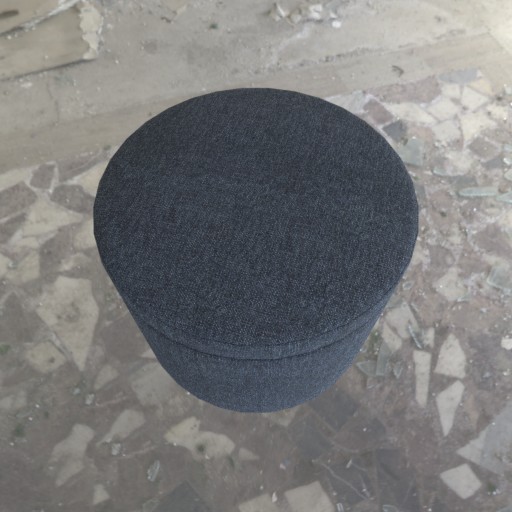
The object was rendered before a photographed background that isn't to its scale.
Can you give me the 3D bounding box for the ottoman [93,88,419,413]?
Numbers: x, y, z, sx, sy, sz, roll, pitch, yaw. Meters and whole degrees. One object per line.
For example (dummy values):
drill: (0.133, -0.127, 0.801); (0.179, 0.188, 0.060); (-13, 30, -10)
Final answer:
ottoman: (0.000, 0.000, 0.842); (0.500, 0.419, 0.500); (0, 59, 0)
